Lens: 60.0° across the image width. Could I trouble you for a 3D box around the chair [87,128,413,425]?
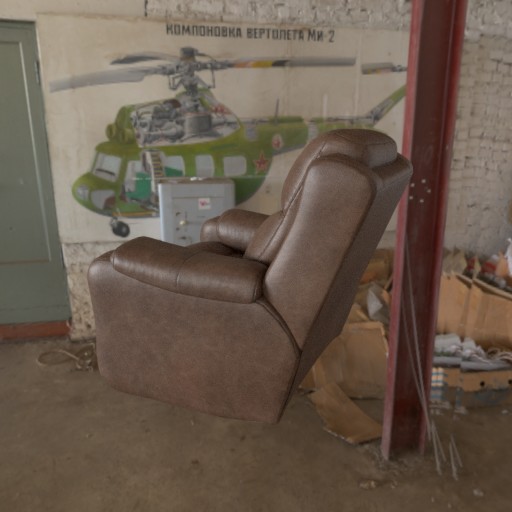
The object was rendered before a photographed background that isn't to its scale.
[{"bbox_3d":[0.000,0.000,1.799,1.067,0.990,0.940,7,17,25],"label":"chair"}]
